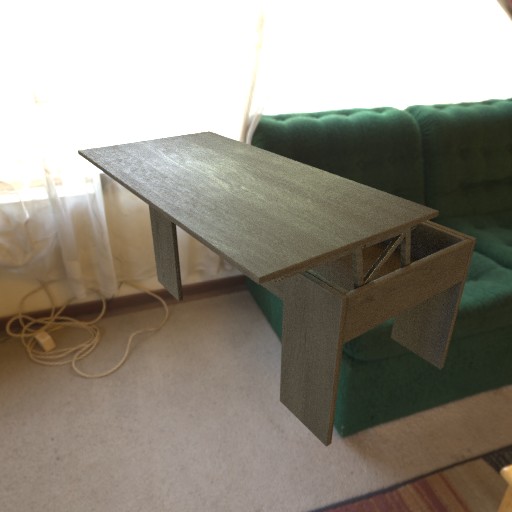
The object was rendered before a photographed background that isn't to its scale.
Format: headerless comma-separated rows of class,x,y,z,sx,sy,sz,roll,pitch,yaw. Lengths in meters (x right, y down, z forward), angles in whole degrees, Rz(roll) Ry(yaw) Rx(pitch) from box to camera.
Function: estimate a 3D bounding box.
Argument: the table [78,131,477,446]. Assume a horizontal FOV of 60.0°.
table,0.000,0.000,1.402,0.711,0.570,1.000,-19,33,-31
